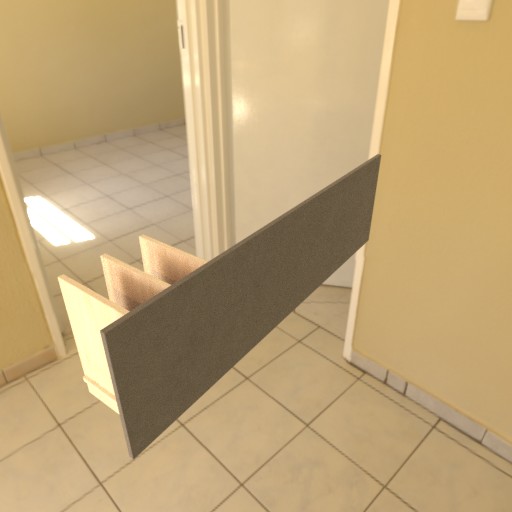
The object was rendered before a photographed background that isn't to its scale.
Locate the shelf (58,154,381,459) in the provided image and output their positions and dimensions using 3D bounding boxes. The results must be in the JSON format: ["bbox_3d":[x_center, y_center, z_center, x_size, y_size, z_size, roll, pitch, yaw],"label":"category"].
[{"bbox_3d":[0.000,0.000,1.130,0.200,0.300,1.020,21,37,31],"label":"shelf"}]
